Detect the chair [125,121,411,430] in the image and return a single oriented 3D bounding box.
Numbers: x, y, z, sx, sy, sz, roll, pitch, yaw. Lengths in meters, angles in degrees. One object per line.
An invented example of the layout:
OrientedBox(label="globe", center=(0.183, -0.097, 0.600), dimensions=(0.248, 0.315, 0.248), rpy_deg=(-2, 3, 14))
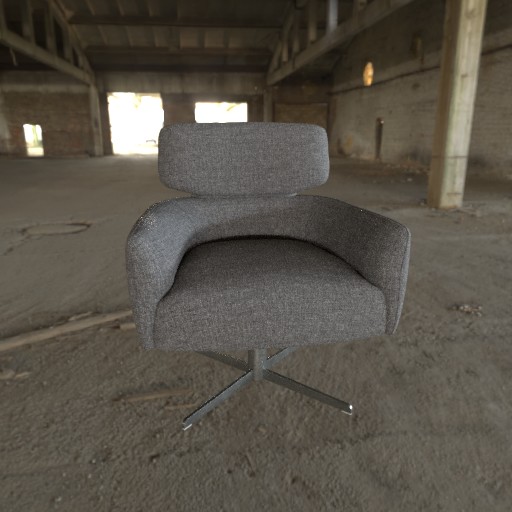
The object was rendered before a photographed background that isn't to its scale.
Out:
OrientedBox(label="chair", center=(0.000, 0.000, 1.375), dimensions=(0.706, 0.812, 0.715), rpy_deg=(-2, 16, -8))
